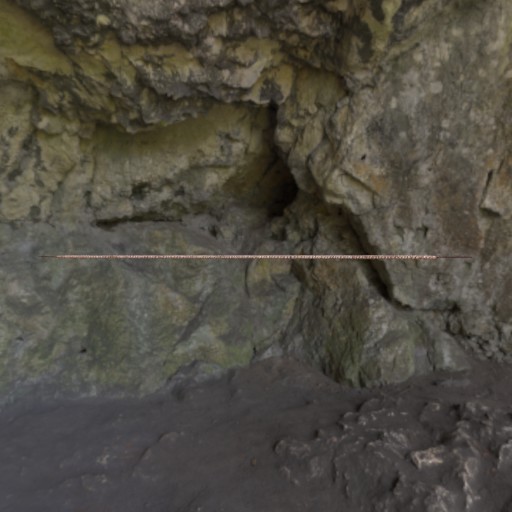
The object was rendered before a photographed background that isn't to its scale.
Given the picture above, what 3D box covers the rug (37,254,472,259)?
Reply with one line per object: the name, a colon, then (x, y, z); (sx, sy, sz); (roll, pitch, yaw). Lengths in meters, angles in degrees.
rug: (0.000, 0.000, 2.064); (1.718, 0.017, 0.905); (0, 0, 18)
